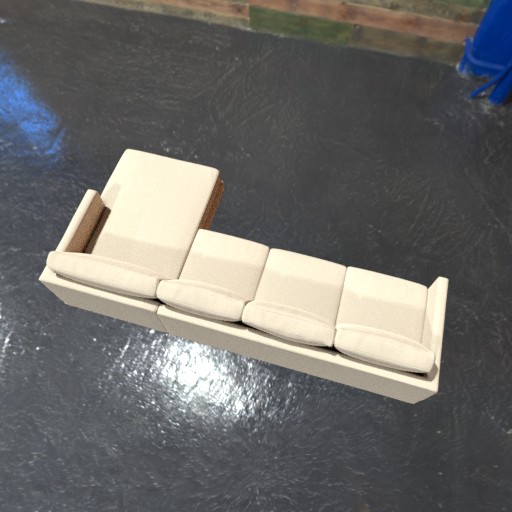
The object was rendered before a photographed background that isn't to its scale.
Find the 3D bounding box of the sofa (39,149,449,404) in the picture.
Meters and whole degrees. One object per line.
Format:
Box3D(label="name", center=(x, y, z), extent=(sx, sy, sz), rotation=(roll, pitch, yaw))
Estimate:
Box3D(label="sofa", center=(0.000, 0.000, 3.915), extent=(3.186, 0.861, 1.625), rotation=(14, 65, 7))
